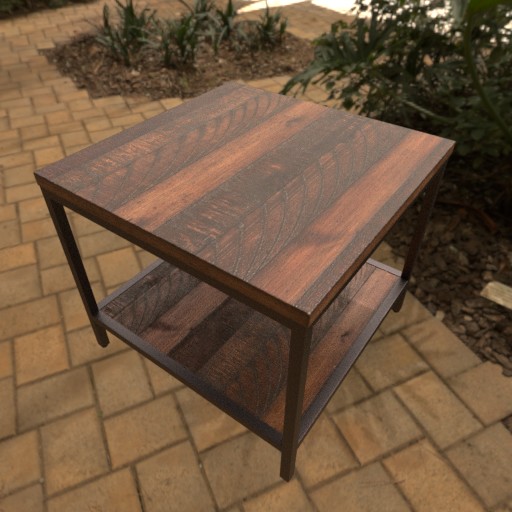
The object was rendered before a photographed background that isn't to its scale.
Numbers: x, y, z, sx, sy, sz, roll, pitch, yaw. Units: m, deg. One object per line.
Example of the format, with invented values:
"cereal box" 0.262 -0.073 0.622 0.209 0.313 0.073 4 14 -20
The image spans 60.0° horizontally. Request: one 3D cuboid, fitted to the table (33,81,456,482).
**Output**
"table" 0.000 0.000 0.965 0.553 0.482 0.548 25 47 26
